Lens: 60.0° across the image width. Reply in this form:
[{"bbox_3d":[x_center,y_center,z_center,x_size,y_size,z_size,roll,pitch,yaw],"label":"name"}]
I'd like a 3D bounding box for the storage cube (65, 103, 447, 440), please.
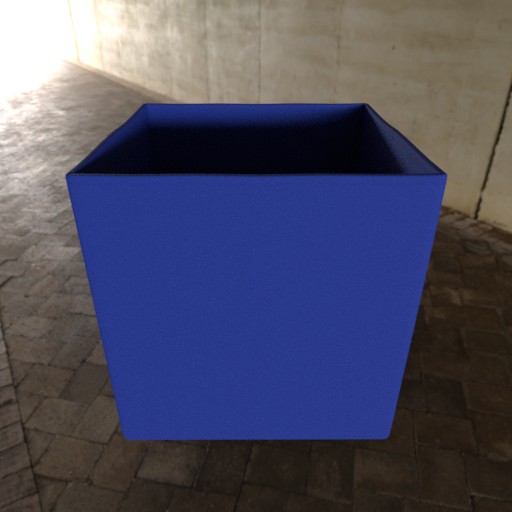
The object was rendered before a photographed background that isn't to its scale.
[{"bbox_3d":[0.000,0.000,0.489,0.270,0.280,0.270,0,30,0],"label":"storage cube"}]
